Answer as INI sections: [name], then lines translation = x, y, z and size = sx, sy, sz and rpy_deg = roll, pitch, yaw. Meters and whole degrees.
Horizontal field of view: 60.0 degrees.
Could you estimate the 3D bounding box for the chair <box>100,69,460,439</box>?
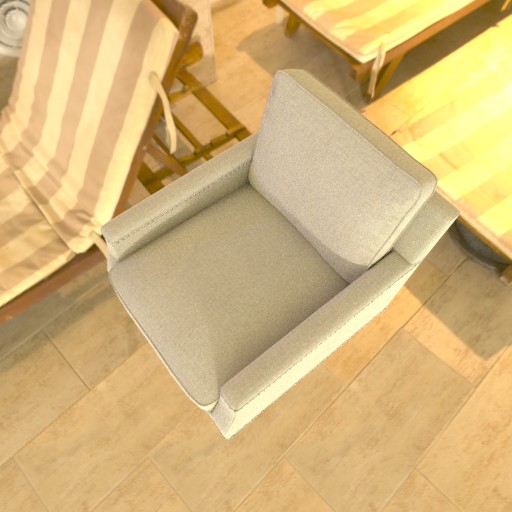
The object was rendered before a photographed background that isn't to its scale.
[chair]
translation = 0.000, 0.000, 1.707
size = 1.014, 0.943, 0.853
rpy_deg = -35, 67, -17
